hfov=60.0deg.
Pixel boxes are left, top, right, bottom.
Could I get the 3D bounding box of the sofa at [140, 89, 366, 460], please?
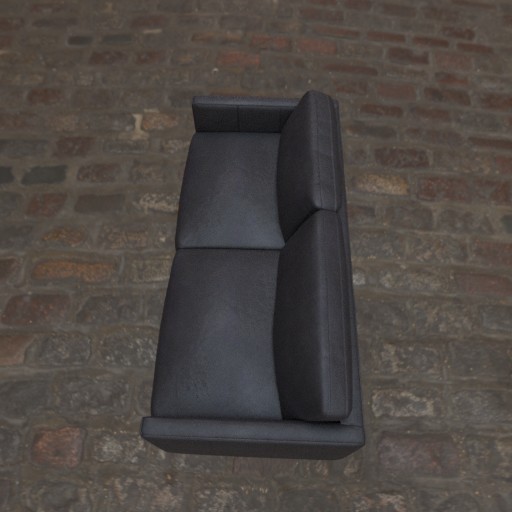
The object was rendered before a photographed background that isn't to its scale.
[{"bbox_3d":[0.000,0.000,2.412,0.933,0.863,1.971,2,60,1],"label":"sofa"}]
